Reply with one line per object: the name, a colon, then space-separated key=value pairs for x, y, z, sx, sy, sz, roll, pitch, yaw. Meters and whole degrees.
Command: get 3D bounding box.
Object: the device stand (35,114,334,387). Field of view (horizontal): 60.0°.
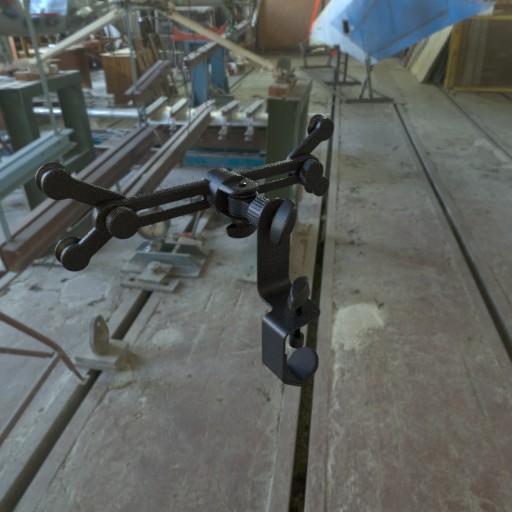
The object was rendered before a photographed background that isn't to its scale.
device stand: x=0.000 y=0.000 z=0.358 sx=0.270 sy=0.166 sz=0.142 roll=-20 pitch=36 yaw=-30
